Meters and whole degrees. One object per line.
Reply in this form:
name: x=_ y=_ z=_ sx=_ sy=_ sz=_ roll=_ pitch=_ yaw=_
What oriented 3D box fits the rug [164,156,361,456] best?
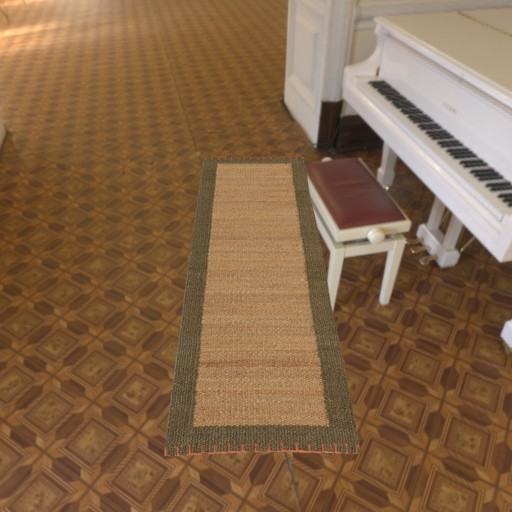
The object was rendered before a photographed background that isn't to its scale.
rug: x=0.000 y=0.000 z=2.680 sx=0.810 sy=0.016 sz=2.413 roll=-1 pitch=41 yaw=-1
